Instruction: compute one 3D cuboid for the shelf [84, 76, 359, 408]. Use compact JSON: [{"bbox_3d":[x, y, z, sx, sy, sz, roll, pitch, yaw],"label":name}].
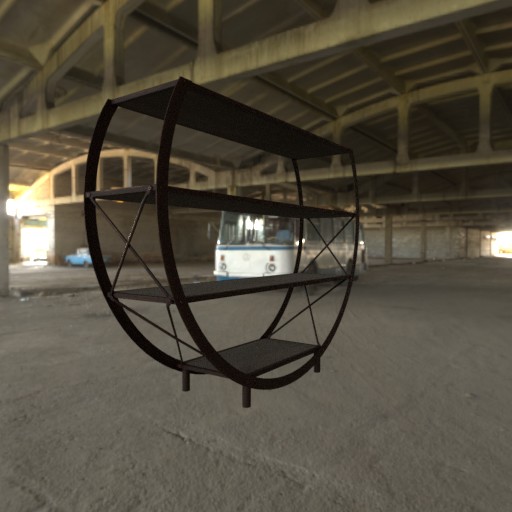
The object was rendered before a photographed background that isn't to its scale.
[{"bbox_3d":[0.000,0.000,1.878,0.344,1.063,1.403,1,2,36],"label":"shelf"}]
